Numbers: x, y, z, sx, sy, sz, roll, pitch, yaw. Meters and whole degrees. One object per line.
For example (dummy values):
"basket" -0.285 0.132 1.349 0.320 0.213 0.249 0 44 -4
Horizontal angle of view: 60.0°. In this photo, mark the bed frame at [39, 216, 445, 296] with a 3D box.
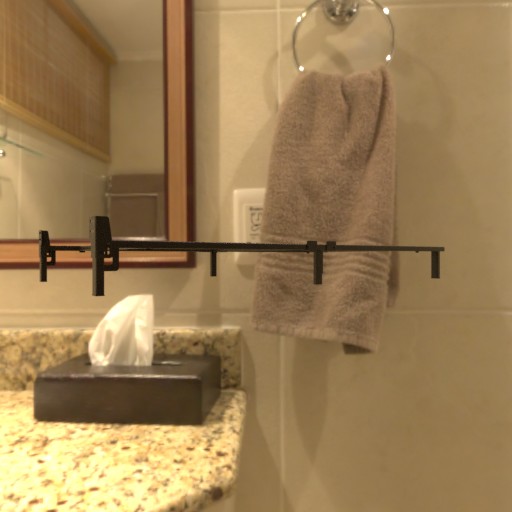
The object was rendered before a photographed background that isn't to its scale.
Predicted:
"bed frame" 0.000 0.000 2.304 1.897 0.248 0.968 0 0 -35
